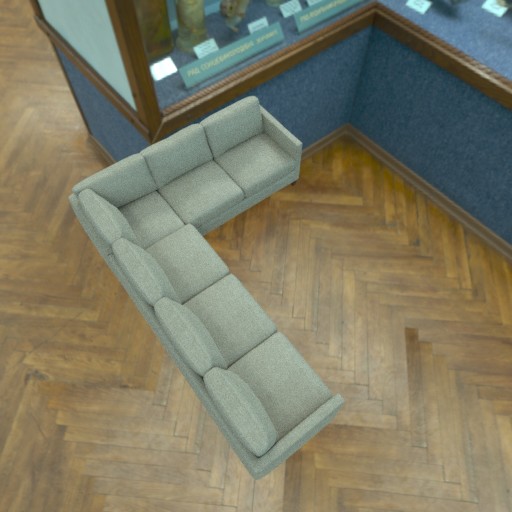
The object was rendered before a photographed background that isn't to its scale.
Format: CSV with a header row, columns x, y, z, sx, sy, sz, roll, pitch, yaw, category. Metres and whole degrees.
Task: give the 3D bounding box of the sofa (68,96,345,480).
x,y,z,sx,sy,sz,roll,pitch,yaw,category
0.000,0.000,4.554,2.522,0.934,3.333,-33,64,-18,sofa
